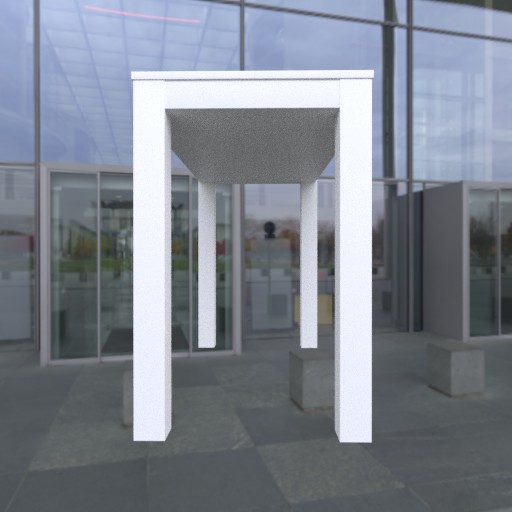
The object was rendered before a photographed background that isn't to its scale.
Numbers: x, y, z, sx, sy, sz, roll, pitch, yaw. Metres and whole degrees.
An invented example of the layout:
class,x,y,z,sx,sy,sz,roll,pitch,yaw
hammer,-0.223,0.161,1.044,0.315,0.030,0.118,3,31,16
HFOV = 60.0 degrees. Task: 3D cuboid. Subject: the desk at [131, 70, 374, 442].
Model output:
class,x,y,z,sx,sy,sz,roll,pitch,yaw
desk,0.000,0.000,1.404,0.497,0.762,0.990,0,0,1
